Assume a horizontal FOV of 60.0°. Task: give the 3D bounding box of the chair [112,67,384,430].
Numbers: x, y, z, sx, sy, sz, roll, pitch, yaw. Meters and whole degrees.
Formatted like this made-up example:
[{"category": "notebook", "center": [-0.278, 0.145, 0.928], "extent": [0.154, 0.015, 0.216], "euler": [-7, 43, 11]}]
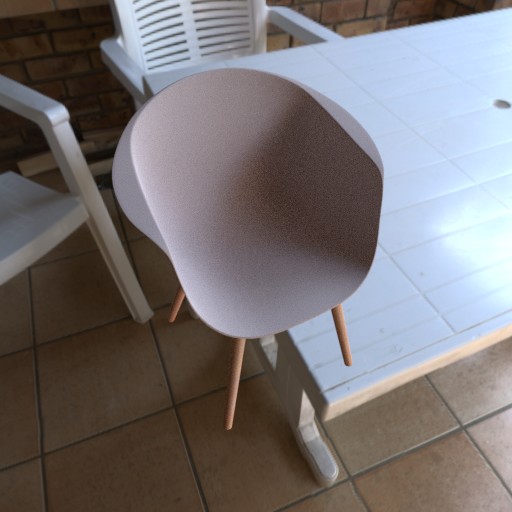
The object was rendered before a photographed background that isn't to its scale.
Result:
[{"category": "chair", "center": [0.000, 0.000, 1.160], "extent": [0.593, 0.781, 0.504], "euler": [-21, 50, -19]}]
